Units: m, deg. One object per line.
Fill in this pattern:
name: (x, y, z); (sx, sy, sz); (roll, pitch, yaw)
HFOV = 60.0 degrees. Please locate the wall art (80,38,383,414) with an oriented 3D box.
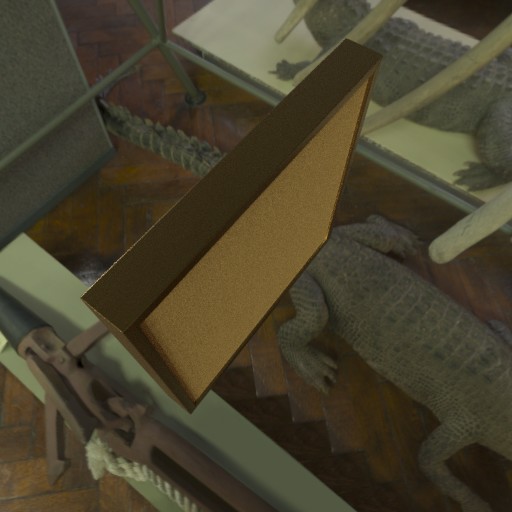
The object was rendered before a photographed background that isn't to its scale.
wall art: (0.000, 0.000, 0.454); (0.037, 0.305, 0.305); (34, 67, 17)
